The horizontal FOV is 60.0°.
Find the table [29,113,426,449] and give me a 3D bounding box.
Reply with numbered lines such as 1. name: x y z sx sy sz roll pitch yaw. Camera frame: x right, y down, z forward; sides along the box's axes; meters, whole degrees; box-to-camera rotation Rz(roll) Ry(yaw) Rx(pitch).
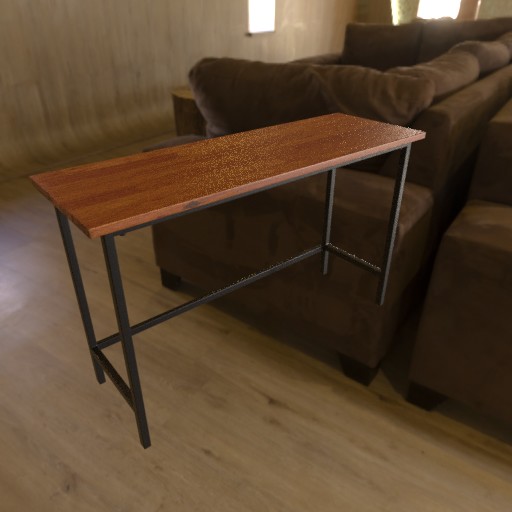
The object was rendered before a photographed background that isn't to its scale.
1. table: 0.000 0.000 1.538 1.204 0.740 0.408 -22 37 -33
